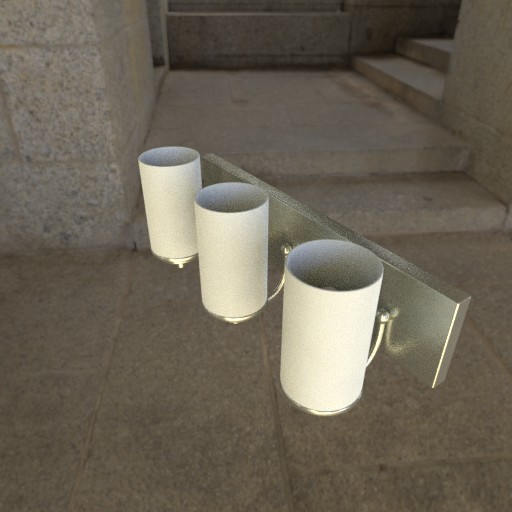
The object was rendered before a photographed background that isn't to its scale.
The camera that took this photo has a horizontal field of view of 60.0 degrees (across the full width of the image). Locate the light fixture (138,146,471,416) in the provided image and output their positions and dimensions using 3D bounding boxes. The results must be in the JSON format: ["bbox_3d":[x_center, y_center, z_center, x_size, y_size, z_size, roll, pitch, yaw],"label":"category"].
[{"bbox_3d":[0.000,0.000,0.533,0.145,0.172,0.451,-20,37,-29],"label":"light fixture"}]
